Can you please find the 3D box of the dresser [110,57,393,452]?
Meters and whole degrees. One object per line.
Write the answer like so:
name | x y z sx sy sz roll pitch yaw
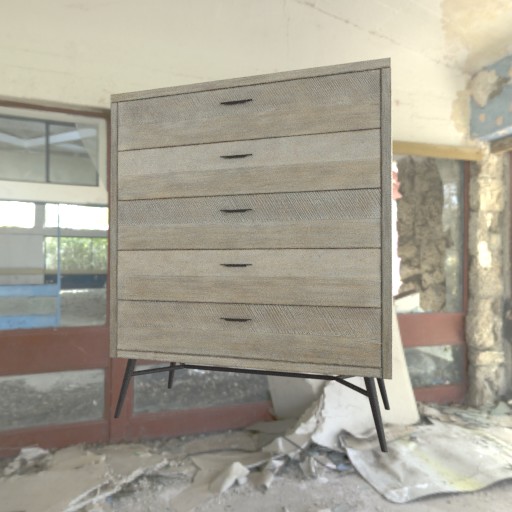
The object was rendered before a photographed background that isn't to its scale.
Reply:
dresser | 0.000 0.000 1.725 1.016 1.219 0.457 0 -1 18
